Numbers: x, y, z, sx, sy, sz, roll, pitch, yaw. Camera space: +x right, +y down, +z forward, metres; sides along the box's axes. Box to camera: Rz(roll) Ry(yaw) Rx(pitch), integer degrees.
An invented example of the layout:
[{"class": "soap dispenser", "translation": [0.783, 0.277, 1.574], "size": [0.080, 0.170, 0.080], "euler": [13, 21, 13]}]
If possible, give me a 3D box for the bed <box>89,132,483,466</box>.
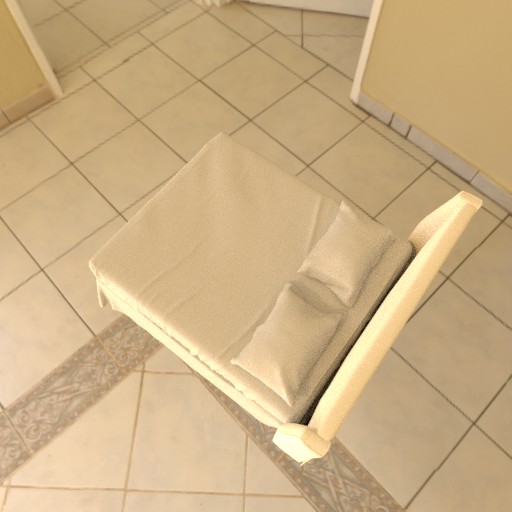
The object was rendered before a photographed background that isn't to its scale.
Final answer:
[{"class": "bed", "translation": [0.000, 0.000, 3.394], "size": [2.276, 1.332, 1.925], "euler": [34, 68, 16]}]
